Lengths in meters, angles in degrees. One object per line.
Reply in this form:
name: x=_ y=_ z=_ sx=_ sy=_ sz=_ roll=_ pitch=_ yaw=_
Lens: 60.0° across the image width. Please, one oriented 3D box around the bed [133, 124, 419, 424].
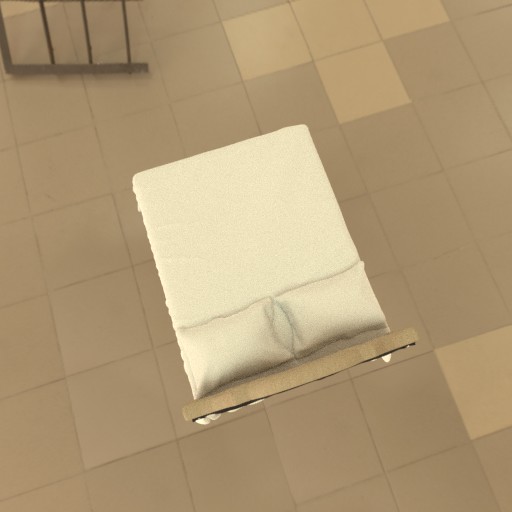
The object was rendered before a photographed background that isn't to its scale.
bed: x=0.000 y=0.000 z=3.452 sx=1.780 sy=1.634 sz=2.222 roll=-18 pitch=76 yaw=-5
